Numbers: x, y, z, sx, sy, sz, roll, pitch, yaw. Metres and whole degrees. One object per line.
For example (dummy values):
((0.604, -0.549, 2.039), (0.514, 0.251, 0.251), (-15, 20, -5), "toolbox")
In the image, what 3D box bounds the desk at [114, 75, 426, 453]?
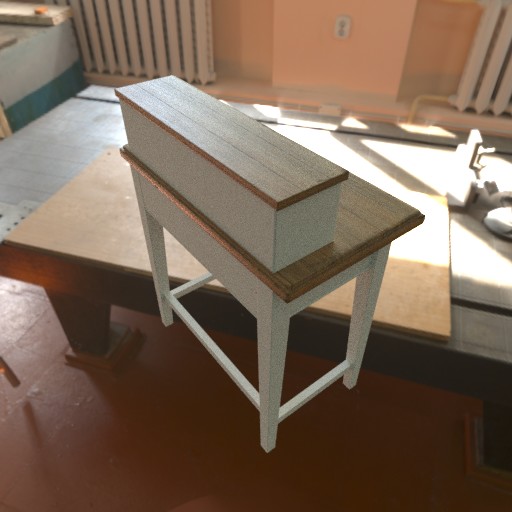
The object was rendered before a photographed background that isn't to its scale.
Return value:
((0.000, 0.000, 1.449), (0.462, 0.981, 0.814), (-27, 47, -28), "desk")
